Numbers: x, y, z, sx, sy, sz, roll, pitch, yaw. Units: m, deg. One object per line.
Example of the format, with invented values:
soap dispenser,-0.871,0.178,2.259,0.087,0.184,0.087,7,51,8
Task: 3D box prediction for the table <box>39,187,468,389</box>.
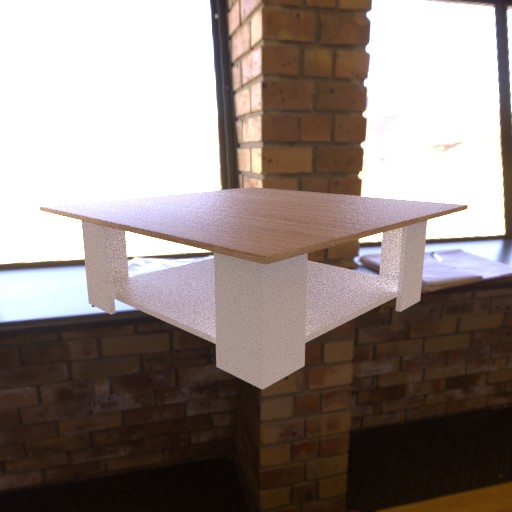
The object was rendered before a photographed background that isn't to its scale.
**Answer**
table,0.000,0.000,1.334,0.890,0.305,0.890,13,19,42
